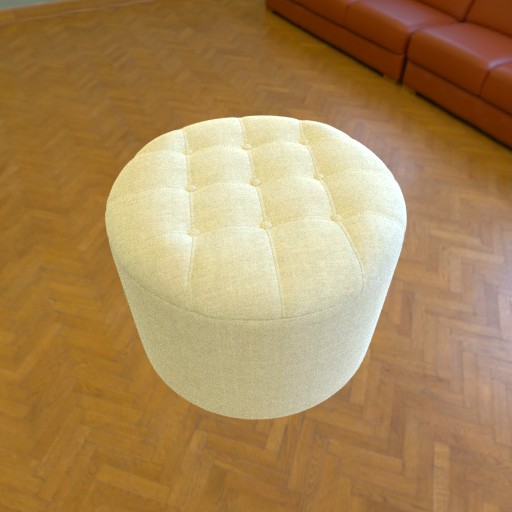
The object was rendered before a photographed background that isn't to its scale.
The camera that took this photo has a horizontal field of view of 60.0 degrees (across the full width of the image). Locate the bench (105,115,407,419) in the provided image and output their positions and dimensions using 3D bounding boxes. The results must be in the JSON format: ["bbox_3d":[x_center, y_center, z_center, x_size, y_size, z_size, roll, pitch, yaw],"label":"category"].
[{"bbox_3d":[0.000,0.000,1.023,0.600,0.453,0.600,0,46,0],"label":"bench"}]
